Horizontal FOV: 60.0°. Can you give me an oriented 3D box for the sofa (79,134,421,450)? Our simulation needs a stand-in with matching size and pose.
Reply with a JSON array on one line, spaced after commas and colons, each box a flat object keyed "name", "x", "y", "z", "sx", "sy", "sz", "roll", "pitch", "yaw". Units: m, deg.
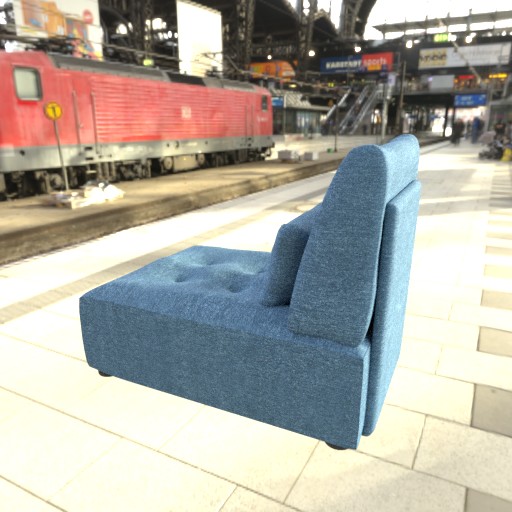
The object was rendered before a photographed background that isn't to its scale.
[{"name": "sofa", "x": 0.000, "y": 0.000, "z": 1.554, "sx": 1.000, "sy": 0.820, "sz": 0.700, "roll": 8, "pitch": 18, "yaw": 24}]
